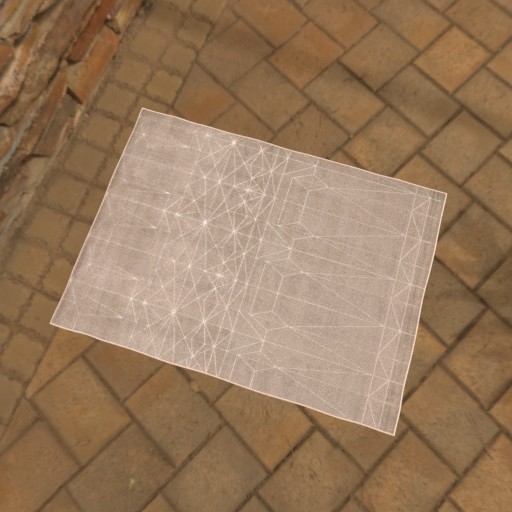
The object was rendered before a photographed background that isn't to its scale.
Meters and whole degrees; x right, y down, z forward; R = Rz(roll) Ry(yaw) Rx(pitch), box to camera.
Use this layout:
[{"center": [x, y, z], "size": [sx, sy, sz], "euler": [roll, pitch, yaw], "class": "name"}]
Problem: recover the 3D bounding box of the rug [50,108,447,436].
[{"center": [0.000, 0.000, 4.378], "size": [3.357, 0.019, 2.449], "euler": [17, 76, 4], "class": "rug"}]
